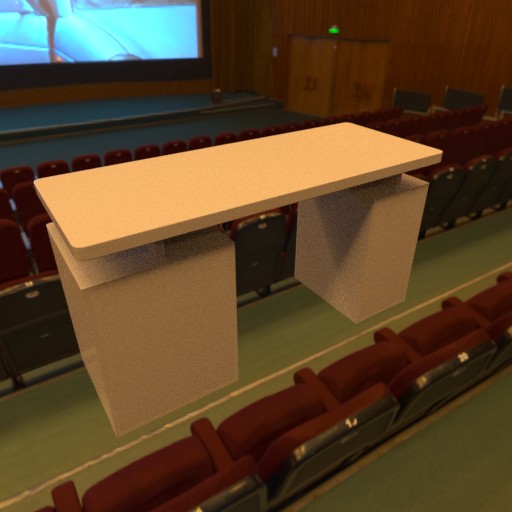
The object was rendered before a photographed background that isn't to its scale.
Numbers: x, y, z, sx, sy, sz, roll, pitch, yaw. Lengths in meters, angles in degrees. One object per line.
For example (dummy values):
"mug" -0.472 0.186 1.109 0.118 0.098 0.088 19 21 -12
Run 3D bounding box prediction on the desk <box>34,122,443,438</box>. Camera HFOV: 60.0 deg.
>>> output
"desk" 0.000 0.000 1.783 1.400 0.762 0.550 -18 35 -28
